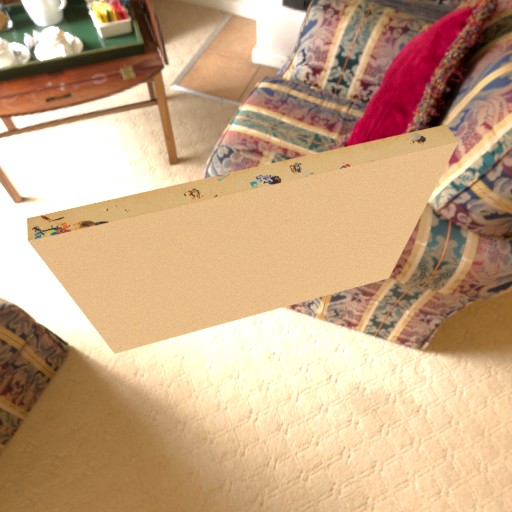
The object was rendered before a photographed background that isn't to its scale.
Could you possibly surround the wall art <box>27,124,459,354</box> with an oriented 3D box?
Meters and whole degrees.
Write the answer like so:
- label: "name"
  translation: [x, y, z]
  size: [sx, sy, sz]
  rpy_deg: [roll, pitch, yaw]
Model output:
- label: "wall art"
  translation: [0.000, 0.000, 0.781]
  size: [0.609, 0.406, 0.039]
  rpy_deg: [-14, 59, -9]
